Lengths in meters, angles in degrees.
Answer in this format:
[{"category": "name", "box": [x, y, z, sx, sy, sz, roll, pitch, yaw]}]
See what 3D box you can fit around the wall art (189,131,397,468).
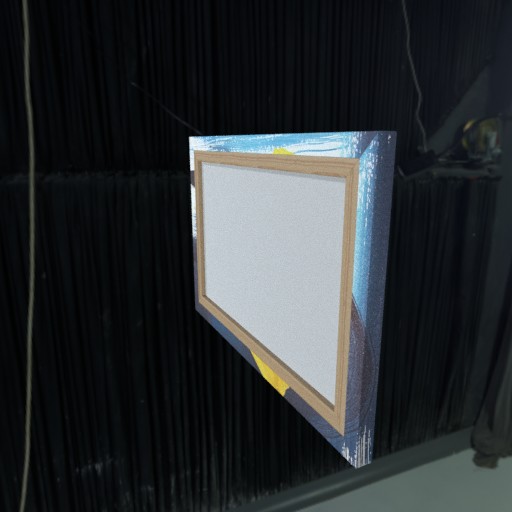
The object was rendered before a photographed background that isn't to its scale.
[{"category": "wall art", "box": [0.000, 0.000, 1.159, 0.039, 0.610, 0.914, -7, 16, -26]}]
